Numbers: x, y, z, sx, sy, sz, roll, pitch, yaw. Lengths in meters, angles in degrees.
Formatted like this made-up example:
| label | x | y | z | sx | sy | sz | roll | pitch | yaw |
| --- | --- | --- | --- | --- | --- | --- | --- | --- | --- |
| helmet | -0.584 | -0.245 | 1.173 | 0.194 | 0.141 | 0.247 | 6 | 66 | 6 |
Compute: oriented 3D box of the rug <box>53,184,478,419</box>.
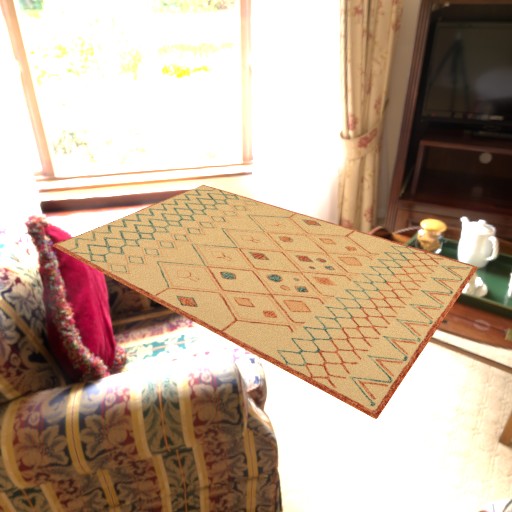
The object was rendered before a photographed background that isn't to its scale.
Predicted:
| label | x | y | z | sx | sy | sz | roll | pitch | yaw |
| --- | --- | --- | --- | --- | --- | --- | --- | --- | --- |
| rug | 0.000 | 0.000 | 2.982 | 2.438 | 0.015 | 1.524 | 21 | 36 | 32 |
